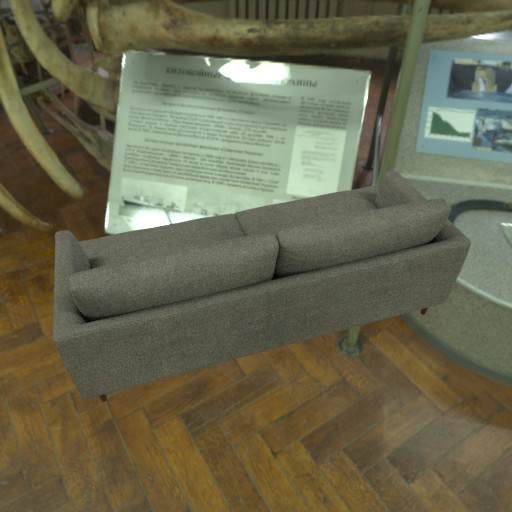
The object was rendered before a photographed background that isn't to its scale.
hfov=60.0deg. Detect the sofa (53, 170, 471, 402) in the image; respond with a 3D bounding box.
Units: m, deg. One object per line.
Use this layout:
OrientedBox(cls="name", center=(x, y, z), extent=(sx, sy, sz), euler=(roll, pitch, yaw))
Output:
OrientedBox(cls="sofa", center=(0.000, 0.000, 2.731), extent=(2.250, 0.868, 1.020), euler=(-12, 43, -13))
